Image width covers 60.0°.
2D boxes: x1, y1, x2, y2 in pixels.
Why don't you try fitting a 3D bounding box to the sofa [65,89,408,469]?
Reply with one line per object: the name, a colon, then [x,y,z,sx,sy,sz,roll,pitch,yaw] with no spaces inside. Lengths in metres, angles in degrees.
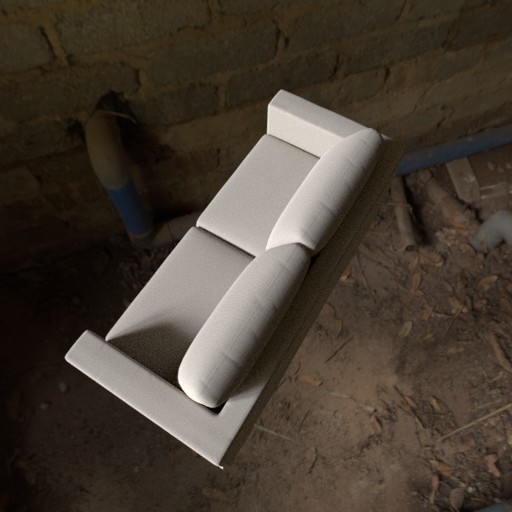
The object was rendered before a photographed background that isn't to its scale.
sofa: [0.000,0.000,2.668,0.954,0.881,2.163,29,68,13]
